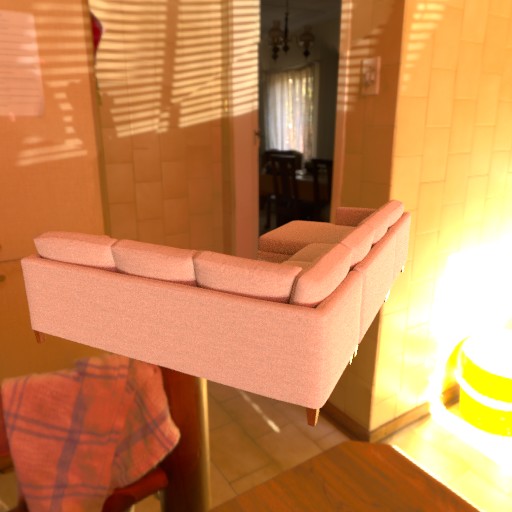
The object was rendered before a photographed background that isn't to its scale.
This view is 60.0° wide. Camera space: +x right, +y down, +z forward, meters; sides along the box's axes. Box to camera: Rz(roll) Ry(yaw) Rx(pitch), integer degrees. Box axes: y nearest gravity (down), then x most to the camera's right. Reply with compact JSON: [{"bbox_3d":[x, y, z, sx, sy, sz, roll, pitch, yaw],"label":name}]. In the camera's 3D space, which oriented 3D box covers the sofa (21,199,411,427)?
[{"bbox_3d":[0.000,0.000,4.558,2.594,0.961,3.460,8,18,25],"label":"sofa"}]
